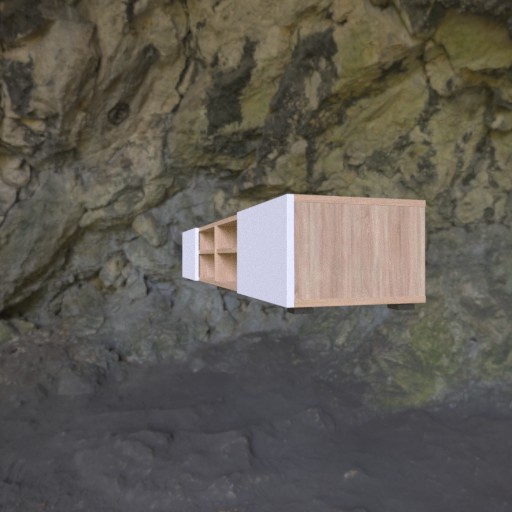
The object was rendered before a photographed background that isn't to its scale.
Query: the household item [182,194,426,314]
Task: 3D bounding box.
[{"bbox_3d":[0.000,0.000,2.070,0.420,0.310,1.850,0,0,-18],"label":"household item"}]
